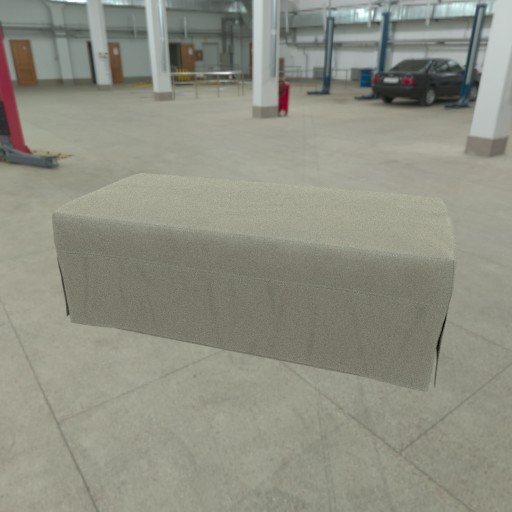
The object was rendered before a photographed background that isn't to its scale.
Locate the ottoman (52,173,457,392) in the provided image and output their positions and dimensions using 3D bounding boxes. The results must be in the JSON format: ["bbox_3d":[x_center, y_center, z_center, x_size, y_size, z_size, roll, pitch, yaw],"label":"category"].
[{"bbox_3d":[0.000,0.000,1.731,1.388,0.457,0.665,7,25,16],"label":"ottoman"}]
